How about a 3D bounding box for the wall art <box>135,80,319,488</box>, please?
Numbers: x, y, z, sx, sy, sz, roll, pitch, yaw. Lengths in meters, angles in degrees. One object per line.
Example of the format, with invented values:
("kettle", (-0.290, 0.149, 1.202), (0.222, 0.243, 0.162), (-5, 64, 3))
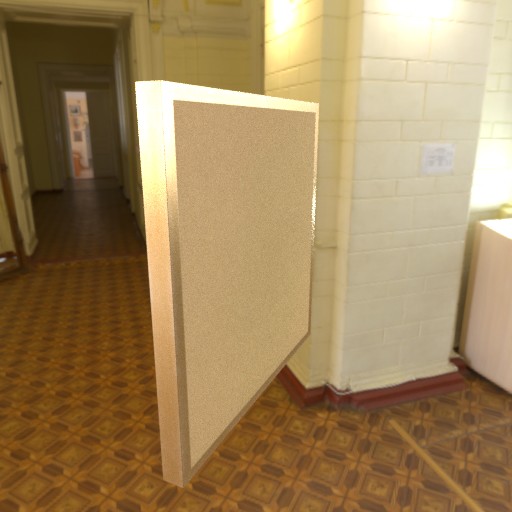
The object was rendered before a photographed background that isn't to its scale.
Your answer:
("wall art", (0.000, 0.000, 0.748), (0.033, 0.509, 0.510), (8, 18, 25))
